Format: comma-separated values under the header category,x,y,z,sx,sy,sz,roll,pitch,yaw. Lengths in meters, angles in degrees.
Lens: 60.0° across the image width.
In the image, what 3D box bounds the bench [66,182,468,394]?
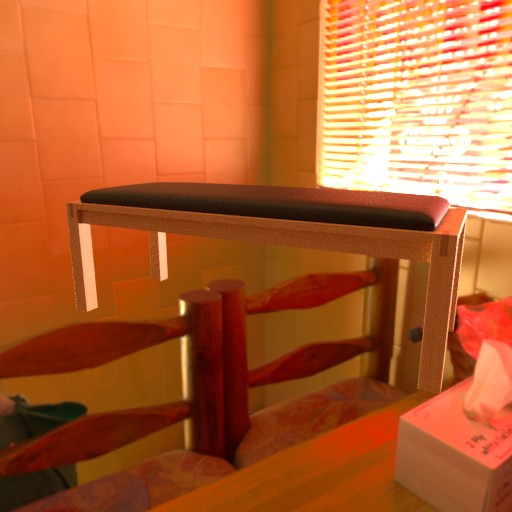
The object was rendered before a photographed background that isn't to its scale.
category,x,y,z,sx,sy,sz,roll,pitch,yaw
bench,0.000,0.000,1.448,1.202,0.430,0.450,7,16,26
